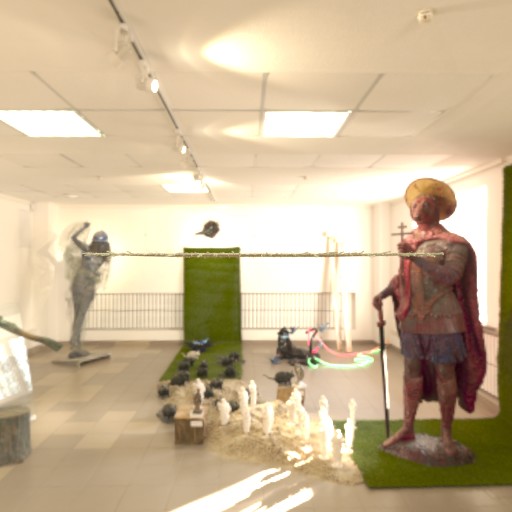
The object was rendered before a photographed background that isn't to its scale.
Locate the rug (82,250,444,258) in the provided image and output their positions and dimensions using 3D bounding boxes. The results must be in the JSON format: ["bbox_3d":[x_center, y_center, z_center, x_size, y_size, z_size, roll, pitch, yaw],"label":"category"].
[{"bbox_3d":[0.000,0.000,2.483,1.224,0.027,2.021,0,0,-2],"label":"rug"}]
